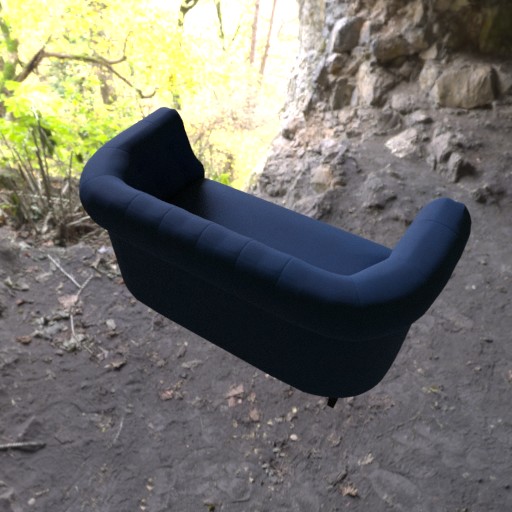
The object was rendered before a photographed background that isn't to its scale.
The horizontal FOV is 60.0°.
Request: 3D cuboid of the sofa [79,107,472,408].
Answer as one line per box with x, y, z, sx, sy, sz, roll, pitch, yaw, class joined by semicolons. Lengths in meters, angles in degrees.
0.000;0.000;2.003;1.558;0.827;0.835;24;50;22;sofa
